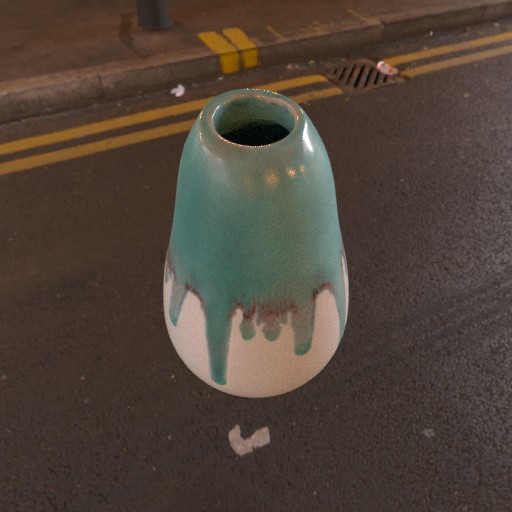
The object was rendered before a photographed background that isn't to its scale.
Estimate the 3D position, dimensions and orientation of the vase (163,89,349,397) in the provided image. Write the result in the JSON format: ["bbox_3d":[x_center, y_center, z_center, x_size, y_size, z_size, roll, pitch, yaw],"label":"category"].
[{"bbox_3d":[0.000,0.000,0.255,0.116,0.179,0.116,0,46,0],"label":"vase"}]
